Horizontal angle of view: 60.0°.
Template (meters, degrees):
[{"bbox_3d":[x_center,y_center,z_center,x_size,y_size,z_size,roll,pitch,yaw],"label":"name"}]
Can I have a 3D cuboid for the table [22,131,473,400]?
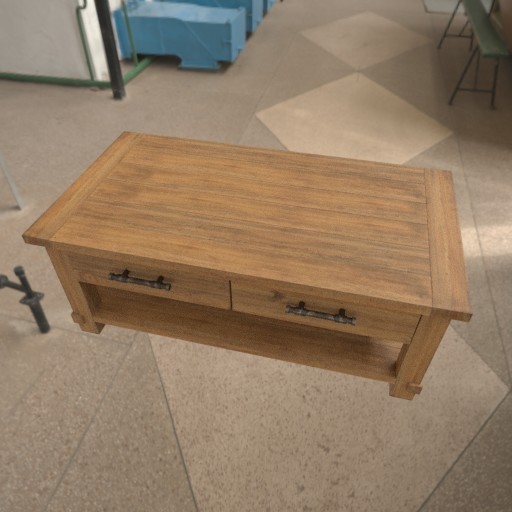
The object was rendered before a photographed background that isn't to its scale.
[{"bbox_3d":[0.000,0.000,1.610,1.270,0.494,0.693,9,44,10],"label":"table"}]
